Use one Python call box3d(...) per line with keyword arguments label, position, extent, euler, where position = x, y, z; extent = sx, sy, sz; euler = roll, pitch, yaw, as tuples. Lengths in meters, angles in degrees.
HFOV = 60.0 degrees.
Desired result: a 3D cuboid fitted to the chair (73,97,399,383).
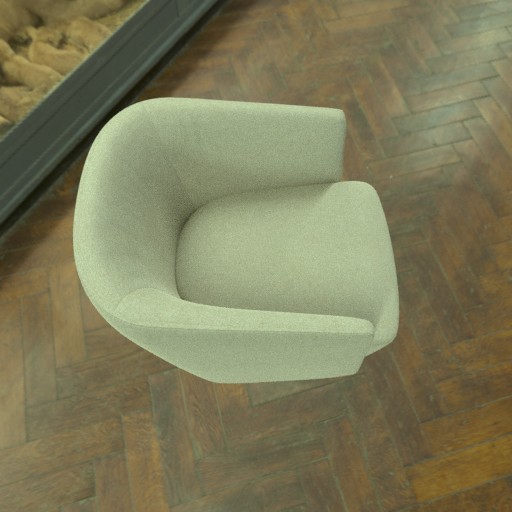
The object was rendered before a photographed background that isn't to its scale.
box3d(label="chair", position=(0.000, 0.000, 1.596), extent=(0.986, 0.861, 0.822), euler=(-1, 64, 0))
